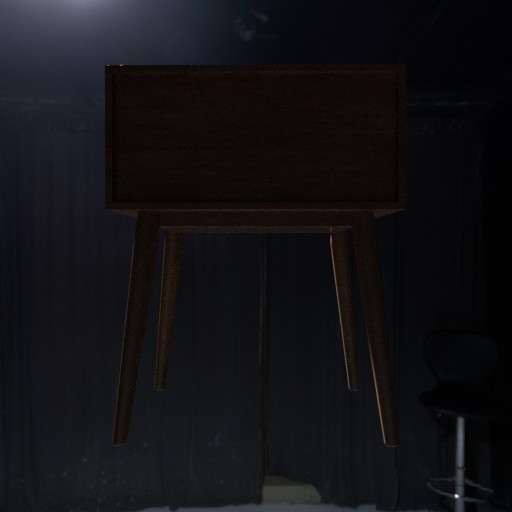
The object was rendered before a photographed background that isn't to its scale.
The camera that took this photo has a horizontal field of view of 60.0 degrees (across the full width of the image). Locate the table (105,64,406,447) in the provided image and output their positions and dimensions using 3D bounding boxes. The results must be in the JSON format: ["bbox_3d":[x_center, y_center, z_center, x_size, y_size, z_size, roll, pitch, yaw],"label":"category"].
[{"bbox_3d":[0.000,0.000,0.824,0.454,0.580,0.307,0,0,1],"label":"table"}]
